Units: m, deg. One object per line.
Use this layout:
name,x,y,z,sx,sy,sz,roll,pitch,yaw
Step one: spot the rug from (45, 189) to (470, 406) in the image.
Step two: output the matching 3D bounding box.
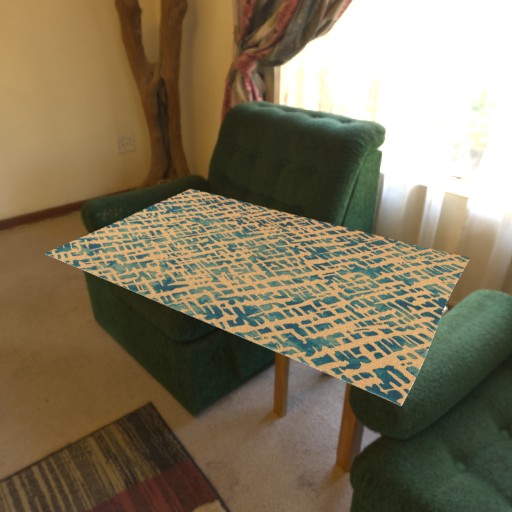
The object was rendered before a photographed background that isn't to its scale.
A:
rug,0.000,0.000,2.986,2.447,0.011,1.520,17,33,29
